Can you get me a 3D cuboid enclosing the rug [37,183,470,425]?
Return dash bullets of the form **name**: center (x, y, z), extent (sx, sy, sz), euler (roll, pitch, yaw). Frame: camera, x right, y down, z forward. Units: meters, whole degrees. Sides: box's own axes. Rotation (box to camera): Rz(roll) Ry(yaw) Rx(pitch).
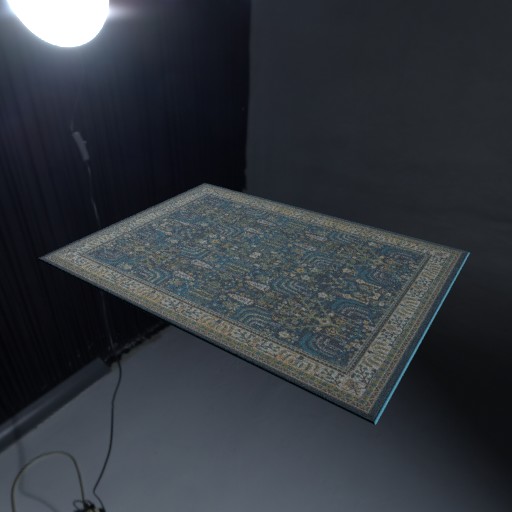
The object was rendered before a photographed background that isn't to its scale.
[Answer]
- **rug**: center (0.000, 0.000, 3.859), extent (3.044, 0.015, 2.226), euler (19, 35, 29)
